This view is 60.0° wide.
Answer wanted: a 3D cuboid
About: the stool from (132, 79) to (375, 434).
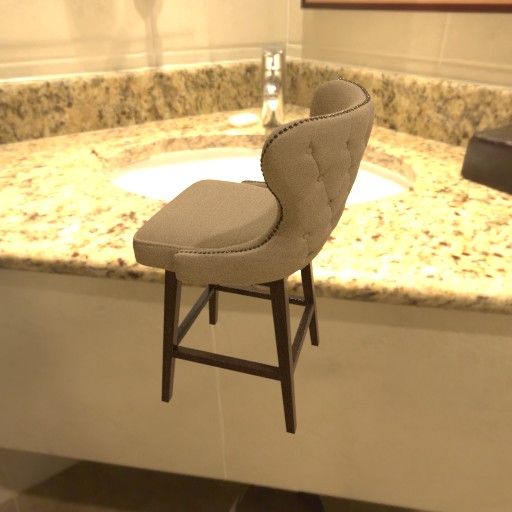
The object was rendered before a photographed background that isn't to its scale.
[{"bbox_3d":[0.000,0.000,1.368,0.597,0.972,0.615,9,32,15],"label":"stool"}]
